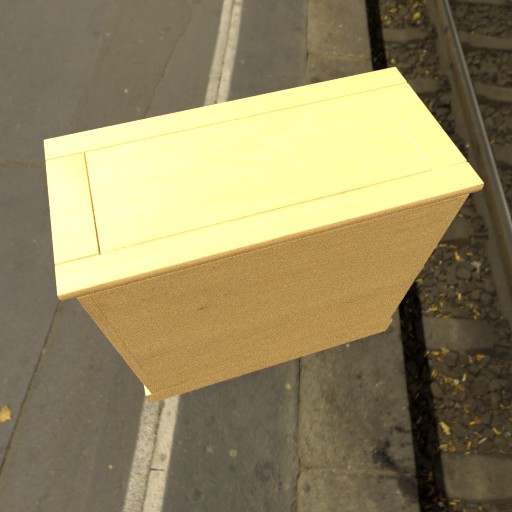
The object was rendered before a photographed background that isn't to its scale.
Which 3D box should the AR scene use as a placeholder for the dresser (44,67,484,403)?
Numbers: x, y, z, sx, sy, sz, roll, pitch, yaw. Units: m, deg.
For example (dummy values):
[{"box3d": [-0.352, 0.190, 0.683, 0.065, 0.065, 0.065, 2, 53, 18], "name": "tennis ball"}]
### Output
[{"box3d": [0.000, 0.000, 1.365, 0.915, 0.835, 0.440, -15, 60, -9], "name": "dresser"}]
